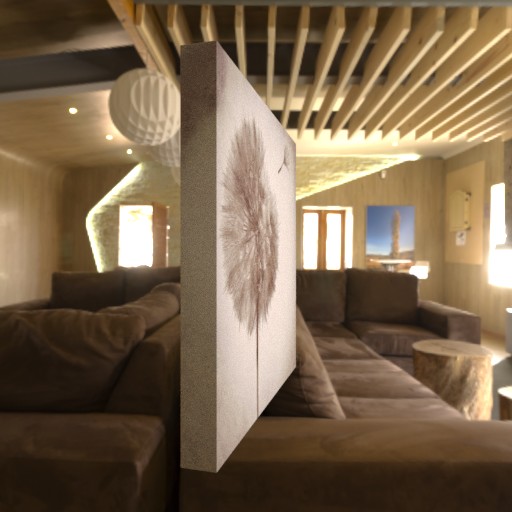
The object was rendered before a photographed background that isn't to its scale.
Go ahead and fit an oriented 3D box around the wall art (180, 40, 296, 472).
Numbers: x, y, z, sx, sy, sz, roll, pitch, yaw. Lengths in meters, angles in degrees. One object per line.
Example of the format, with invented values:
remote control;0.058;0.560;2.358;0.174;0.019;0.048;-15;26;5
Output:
wall art;0.000;0.000;0.460;0.028;0.303;0.303;0;0;16
